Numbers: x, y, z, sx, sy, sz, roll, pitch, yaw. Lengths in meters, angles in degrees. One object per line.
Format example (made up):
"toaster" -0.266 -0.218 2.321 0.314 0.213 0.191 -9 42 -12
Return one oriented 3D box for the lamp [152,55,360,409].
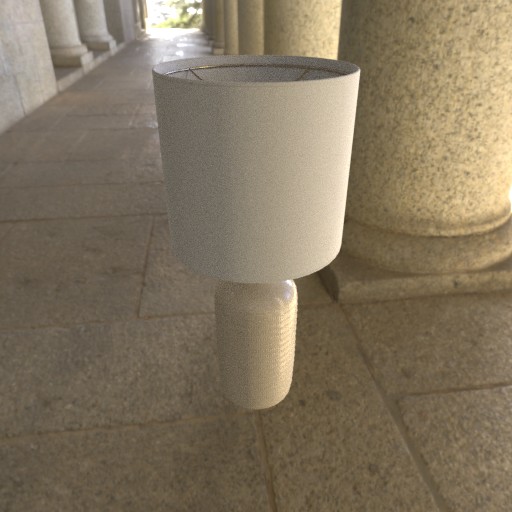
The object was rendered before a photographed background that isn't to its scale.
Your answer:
"lamp" 0.000 0.000 0.598 0.220 0.475 0.220 -21 36 -31
